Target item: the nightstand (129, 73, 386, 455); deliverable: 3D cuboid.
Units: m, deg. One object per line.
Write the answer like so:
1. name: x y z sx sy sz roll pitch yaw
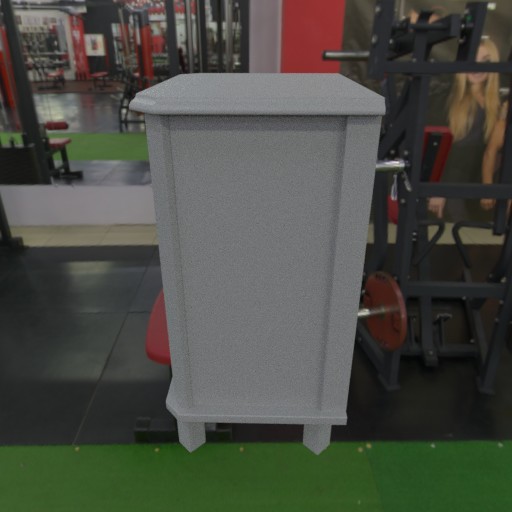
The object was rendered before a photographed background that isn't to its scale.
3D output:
1. nightstand: 0.000 0.000 0.929 0.350 0.680 0.450 1 26 1
